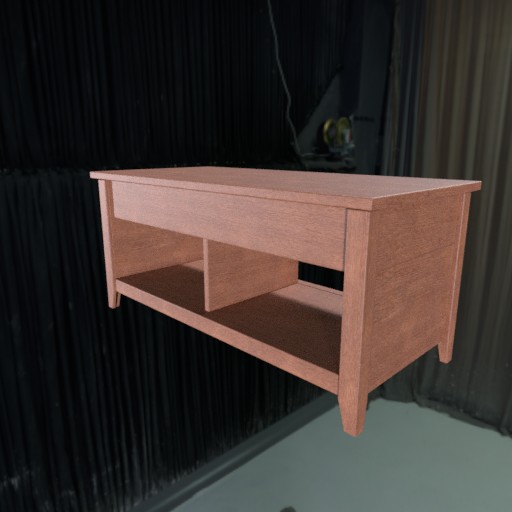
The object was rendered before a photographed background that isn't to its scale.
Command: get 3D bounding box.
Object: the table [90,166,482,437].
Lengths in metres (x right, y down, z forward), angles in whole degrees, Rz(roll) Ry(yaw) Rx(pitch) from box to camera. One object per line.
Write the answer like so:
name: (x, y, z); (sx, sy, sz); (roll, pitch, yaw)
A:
table: (0.000, 0.000, 1.279); (0.483, 0.457, 1.016); (-14, 19, -43)
